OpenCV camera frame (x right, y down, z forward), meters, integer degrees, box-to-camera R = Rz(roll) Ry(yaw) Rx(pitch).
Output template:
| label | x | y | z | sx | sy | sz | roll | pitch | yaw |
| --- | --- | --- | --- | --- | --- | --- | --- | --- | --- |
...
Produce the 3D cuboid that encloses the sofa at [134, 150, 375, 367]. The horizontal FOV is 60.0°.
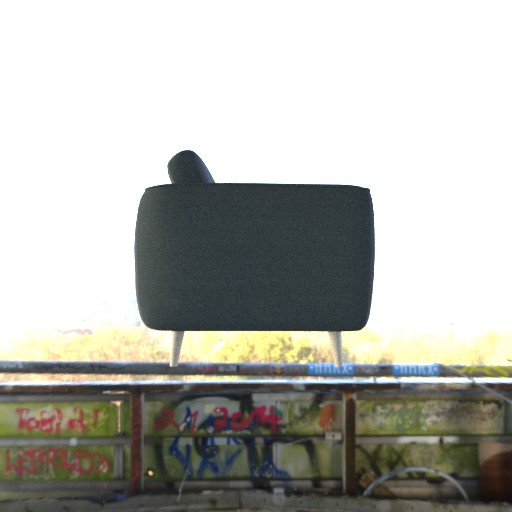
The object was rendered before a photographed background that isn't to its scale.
| label | x | y | z | sx | sy | sz | roll | pitch | yaw |
| --- | --- | --- | --- | --- | --- | --- | --- | --- | --- |
| sofa | 0.000 | 0.000 | 2.521 | 0.920 | 0.850 | 2.000 | 0 | -1 | 0 |
